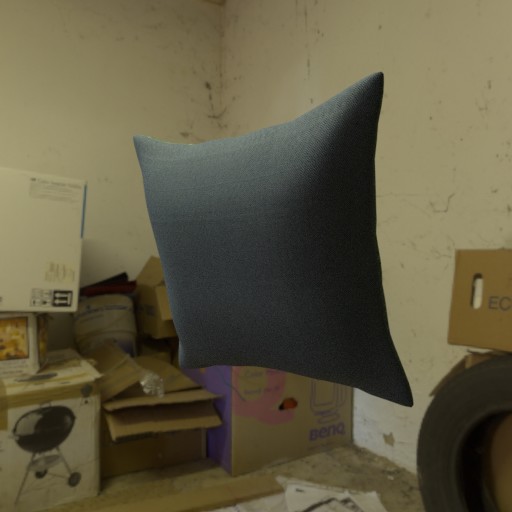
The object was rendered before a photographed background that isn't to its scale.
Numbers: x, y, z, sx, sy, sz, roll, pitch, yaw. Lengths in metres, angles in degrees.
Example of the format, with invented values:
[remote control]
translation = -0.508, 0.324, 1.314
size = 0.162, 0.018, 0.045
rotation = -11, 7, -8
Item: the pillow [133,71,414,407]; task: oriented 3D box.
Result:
[pillow]
translation = 0.000, 0.000, 0.693
size = 0.453, 0.430, 0.200
rotation = -1, -1, 36
